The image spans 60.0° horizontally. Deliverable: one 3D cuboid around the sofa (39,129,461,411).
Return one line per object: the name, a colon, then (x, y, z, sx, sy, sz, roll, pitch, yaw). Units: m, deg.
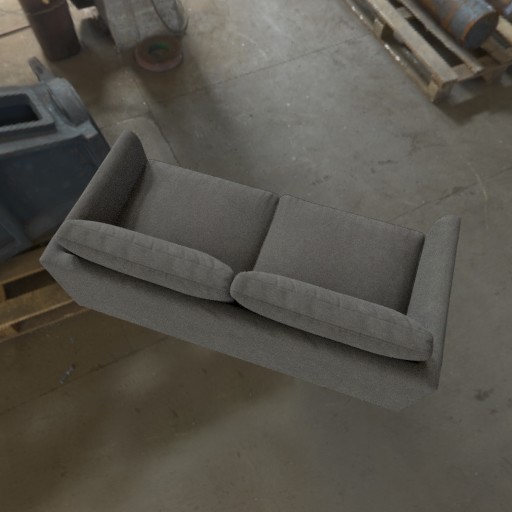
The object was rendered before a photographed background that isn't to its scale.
sofa: (0.000, 0.000, 2.762, 2.257, 0.838, 1.092, 16, 63, 9)
